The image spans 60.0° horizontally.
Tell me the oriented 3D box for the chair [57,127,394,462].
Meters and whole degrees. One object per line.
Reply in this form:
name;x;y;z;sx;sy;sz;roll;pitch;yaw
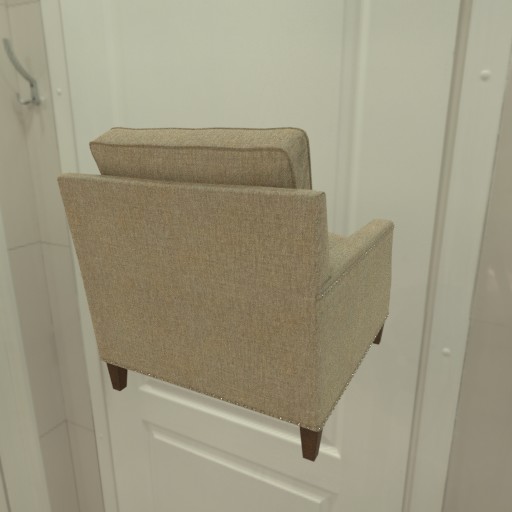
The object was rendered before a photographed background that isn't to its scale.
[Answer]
chair;0.000;0.000;1.675;0.853;0.943;1.014;9;19;27
